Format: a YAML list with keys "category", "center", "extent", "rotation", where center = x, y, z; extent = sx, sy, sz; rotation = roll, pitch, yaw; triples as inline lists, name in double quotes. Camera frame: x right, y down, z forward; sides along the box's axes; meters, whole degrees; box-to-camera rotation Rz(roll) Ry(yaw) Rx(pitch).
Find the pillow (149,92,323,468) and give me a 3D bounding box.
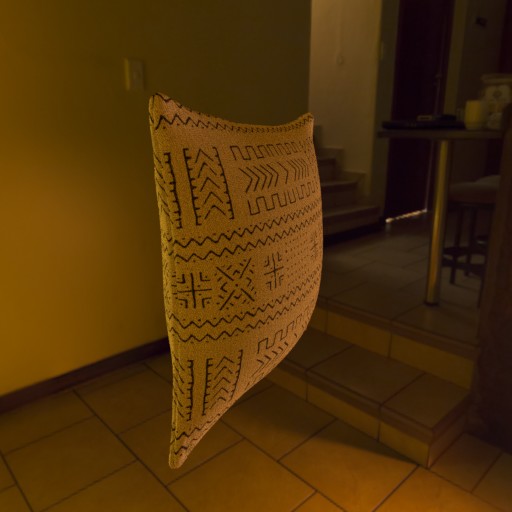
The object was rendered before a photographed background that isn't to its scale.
- category: "pillow"
  center: [0.000, 0.000, 0.662]
  extent: [0.164, 0.430, 0.438]
  rotation: [8, 17, 26]
